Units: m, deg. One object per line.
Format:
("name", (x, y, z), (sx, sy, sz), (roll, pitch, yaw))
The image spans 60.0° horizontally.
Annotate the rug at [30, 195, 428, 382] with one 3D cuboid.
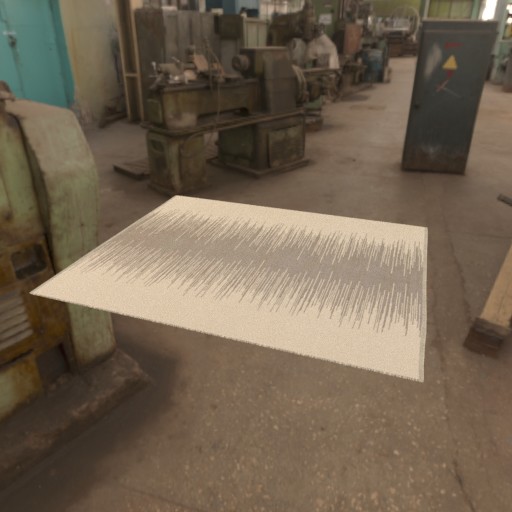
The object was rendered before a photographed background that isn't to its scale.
("rug", (0.000, 0.000, 4.156), (3.037, 0.010, 2.453), (9, 29, 17))
